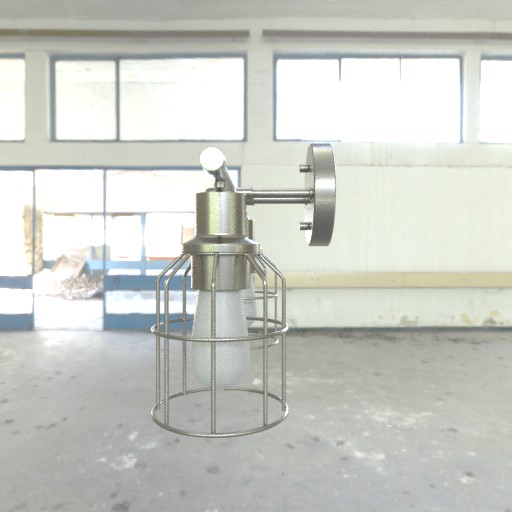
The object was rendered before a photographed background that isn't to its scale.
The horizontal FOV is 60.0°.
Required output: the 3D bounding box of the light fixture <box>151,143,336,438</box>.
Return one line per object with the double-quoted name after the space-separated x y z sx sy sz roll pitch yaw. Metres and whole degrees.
0.000 0.000 0.509 0.165 0.254 0.406 0 0 1 "light fixture"
